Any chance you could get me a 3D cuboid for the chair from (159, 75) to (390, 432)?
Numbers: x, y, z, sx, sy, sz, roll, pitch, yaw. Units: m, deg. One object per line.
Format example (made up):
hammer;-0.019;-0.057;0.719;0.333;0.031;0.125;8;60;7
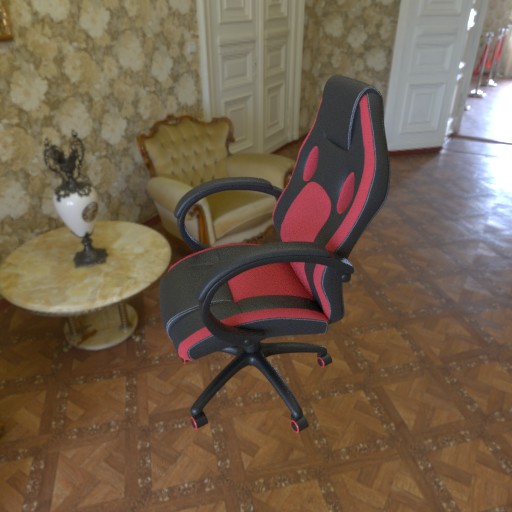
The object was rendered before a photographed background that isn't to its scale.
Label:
chair;0.000;0.000;1.615;0.724;1.187;0.673;-7;30;-13
